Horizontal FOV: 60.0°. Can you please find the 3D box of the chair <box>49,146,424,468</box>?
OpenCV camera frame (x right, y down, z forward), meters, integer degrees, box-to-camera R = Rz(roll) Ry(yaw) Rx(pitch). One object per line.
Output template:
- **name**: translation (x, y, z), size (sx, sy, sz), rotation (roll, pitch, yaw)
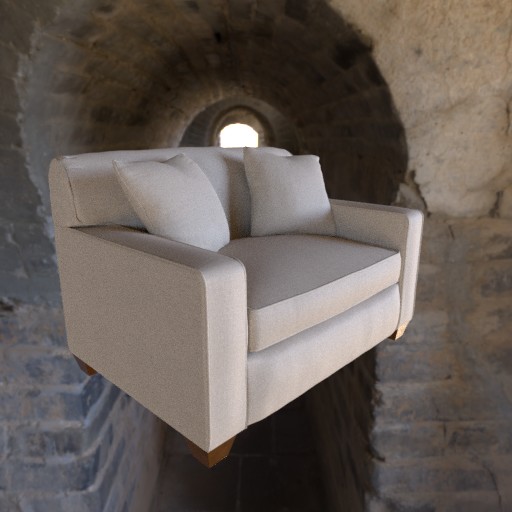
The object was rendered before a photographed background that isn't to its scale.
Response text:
- **chair**: translation (0.000, 0.000, 1.993), size (1.000, 0.948, 1.383), rotation (14, 21, 42)
